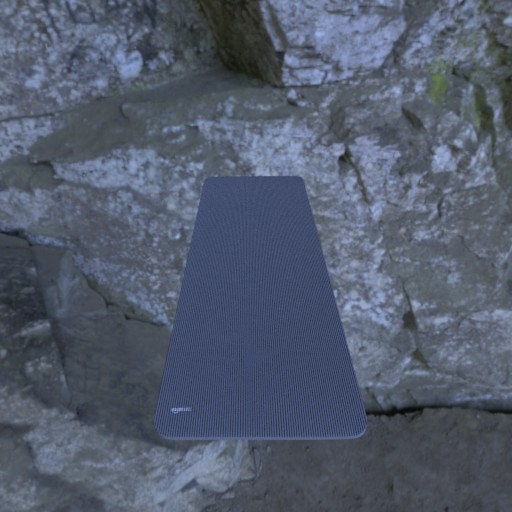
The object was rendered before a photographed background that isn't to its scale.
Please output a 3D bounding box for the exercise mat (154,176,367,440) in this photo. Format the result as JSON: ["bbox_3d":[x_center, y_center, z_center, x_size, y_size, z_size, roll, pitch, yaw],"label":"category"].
[{"bbox_3d":[0.000,0.000,2.024,0.616,0.021,1.884,0,33,-1],"label":"exercise mat"}]
